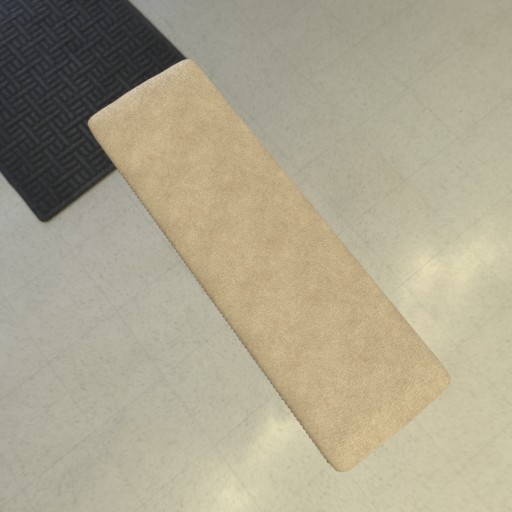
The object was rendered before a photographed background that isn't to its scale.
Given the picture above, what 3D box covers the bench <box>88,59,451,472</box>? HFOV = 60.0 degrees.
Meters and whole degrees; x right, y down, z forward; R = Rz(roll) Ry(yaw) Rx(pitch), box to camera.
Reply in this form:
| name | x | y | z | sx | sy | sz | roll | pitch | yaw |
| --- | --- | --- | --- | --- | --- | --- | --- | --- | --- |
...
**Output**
| name | x | y | z | sx | sy | sz | roll | pitch | yaw |
| --- | --- | --- | --- | --- | --- | --- | --- | --- | --- |
| bench | 0.000 | 0.000 | 1.679 | 0.470 | 0.447 | 1.482 | -36 | 78 | -8 |
